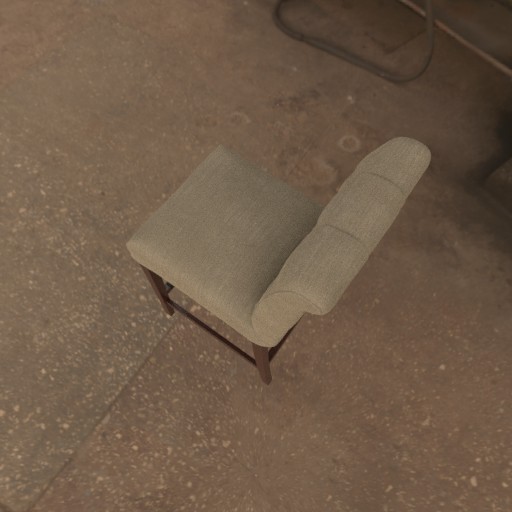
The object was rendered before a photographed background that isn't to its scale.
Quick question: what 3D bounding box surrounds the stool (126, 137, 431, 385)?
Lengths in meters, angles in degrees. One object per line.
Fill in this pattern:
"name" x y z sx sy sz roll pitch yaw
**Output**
"stool" 0.000 0.000 1.443 0.660 1.084 0.486 33 68 15
